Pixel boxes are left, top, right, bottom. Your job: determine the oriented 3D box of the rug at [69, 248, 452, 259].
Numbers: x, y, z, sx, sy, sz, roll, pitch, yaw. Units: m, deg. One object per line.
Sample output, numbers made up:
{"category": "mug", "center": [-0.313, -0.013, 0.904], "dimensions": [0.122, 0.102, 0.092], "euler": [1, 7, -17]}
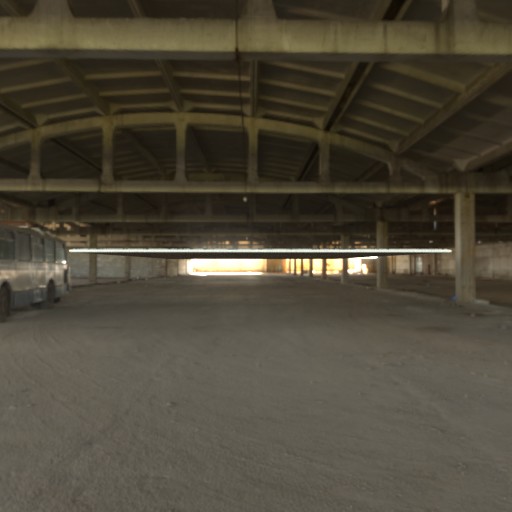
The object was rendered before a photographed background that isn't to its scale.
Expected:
{"category": "rug", "center": [0.000, 0.000, 2.314], "dimensions": [1.213, 0.012, 1.831], "euler": [0, -1, -1]}
